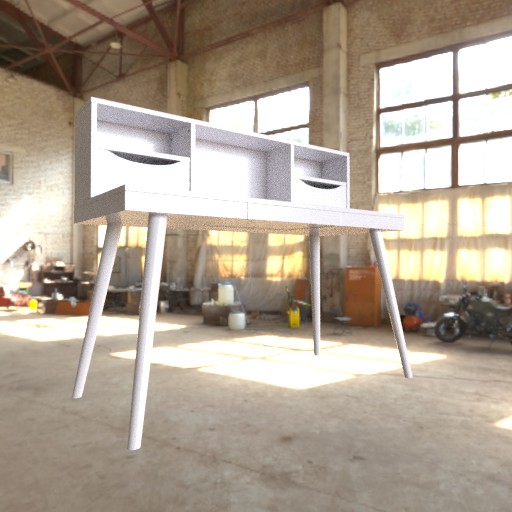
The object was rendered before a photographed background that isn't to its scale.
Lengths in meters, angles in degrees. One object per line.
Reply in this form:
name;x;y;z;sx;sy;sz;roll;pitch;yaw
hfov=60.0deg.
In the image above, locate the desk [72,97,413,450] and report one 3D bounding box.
desk;0.000;0.000;1.690;1.199;0.990;0.559;1;-1;-37
